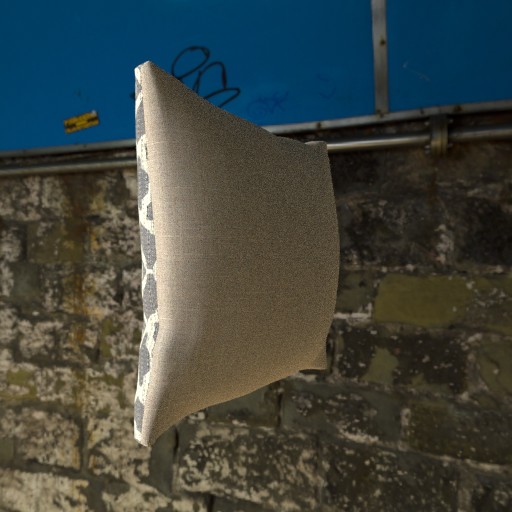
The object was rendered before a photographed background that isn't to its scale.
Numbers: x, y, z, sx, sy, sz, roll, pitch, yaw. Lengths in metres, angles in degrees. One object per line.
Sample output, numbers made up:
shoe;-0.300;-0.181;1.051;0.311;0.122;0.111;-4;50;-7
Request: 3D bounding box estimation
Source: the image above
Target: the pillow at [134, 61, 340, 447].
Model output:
pillow;0.000;0.000;0.772;0.215;0.498;0.508;0;0;35
